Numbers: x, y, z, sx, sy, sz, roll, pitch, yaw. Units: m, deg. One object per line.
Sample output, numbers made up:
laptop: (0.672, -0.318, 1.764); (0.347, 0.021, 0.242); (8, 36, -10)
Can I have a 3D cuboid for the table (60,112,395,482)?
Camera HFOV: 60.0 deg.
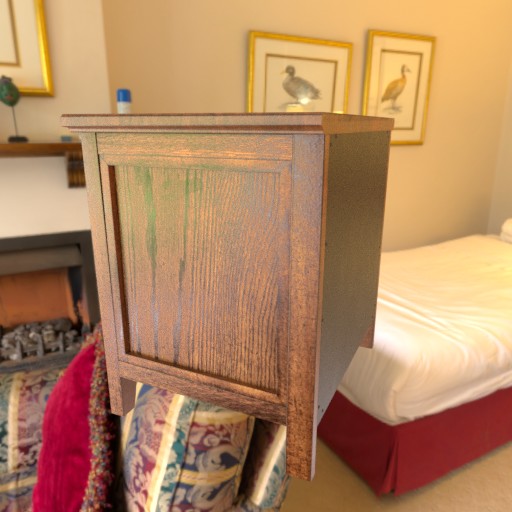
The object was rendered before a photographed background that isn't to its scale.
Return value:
table: (0.000, 0.000, 0.990); (0.461, 0.597, 0.586); (8, 18, 24)
